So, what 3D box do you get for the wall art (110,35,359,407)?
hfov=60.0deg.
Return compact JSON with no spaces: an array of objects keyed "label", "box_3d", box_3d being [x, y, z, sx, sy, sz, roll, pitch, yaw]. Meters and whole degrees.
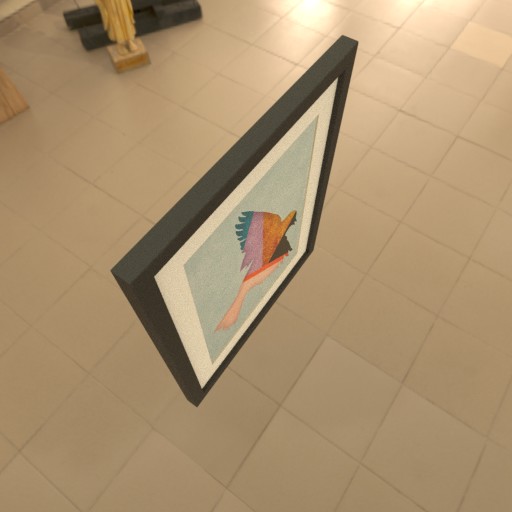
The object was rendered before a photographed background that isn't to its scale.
[{"label":"wall art","box_3d":[0.000,0.000,0.760,0.028,0.558,0.457,31,64,17]}]
